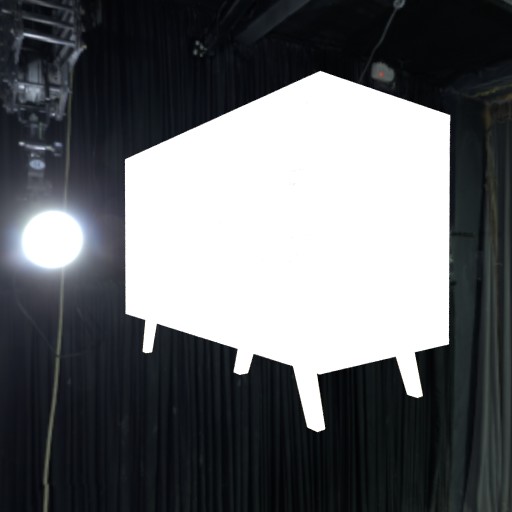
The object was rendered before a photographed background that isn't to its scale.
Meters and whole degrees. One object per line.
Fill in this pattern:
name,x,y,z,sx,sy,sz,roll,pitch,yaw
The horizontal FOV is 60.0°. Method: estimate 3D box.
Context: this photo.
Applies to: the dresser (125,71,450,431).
dresser,0.000,0.000,1.517,0.500,0.780,1.110,-1,1,-37
